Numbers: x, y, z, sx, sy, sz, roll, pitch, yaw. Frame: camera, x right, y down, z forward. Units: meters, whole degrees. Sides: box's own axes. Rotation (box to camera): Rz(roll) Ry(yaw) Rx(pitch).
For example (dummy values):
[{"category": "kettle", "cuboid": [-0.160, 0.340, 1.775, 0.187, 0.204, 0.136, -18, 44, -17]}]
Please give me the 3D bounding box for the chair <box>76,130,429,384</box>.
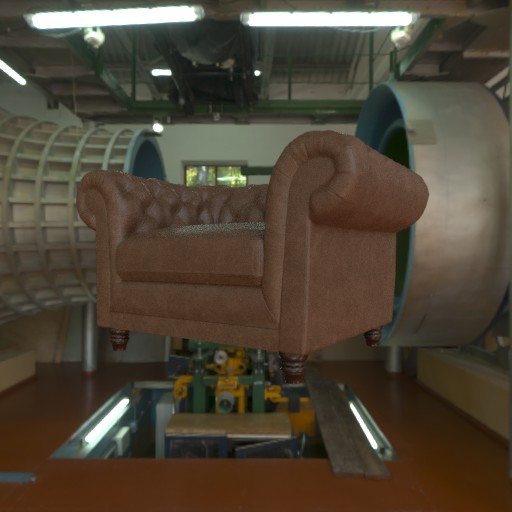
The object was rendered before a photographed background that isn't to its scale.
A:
[{"category": "chair", "cuboid": [0.000, 0.000, 1.932, 1.298, 0.784, 0.954, 0, 0, 35]}]
